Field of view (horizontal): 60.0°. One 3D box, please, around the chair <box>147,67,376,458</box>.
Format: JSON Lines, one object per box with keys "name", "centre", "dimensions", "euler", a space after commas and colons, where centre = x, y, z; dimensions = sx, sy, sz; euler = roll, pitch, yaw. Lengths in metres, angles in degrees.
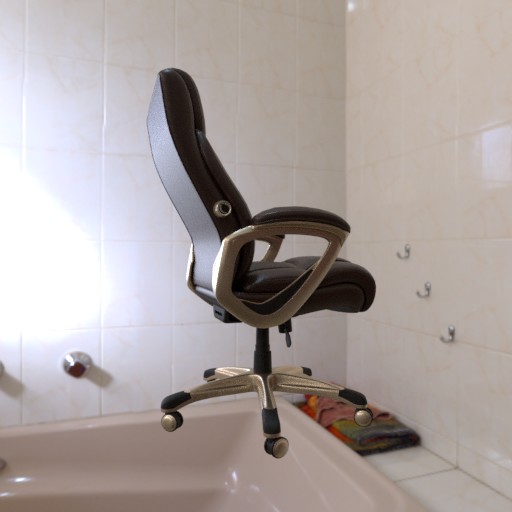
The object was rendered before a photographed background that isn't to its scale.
{"name": "chair", "centre": [0.000, 0.000, 1.636], "dimensions": [0.749, 1.194, 0.692], "euler": [0, 0, -18]}
